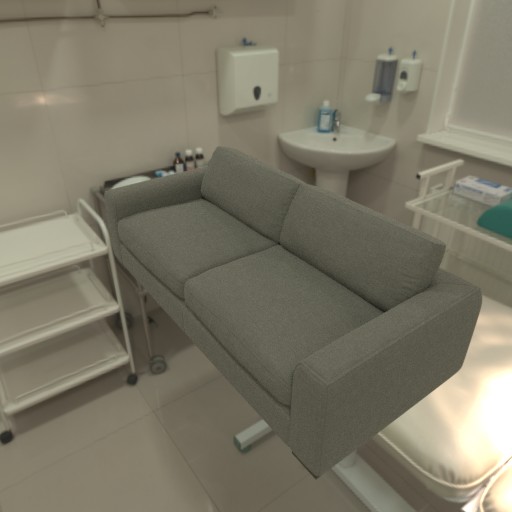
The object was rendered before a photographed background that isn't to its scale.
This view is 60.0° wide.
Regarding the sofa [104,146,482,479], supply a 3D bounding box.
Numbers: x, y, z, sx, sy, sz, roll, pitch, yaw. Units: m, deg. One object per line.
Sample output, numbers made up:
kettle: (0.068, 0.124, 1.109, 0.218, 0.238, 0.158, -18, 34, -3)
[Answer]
sofa: (0.000, 0.000, 2.674, 1.070, 0.801, 2.262, -21, 37, -31)
